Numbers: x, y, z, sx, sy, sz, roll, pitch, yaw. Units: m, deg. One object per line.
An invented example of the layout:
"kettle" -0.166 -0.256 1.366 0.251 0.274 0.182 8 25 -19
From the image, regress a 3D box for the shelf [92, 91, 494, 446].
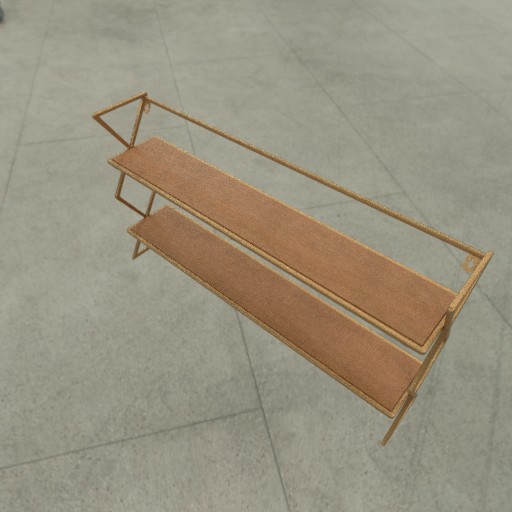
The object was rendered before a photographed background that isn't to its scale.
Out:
"shelf" 0.000 0.000 0.975 0.822 0.450 0.150 32 53 27
